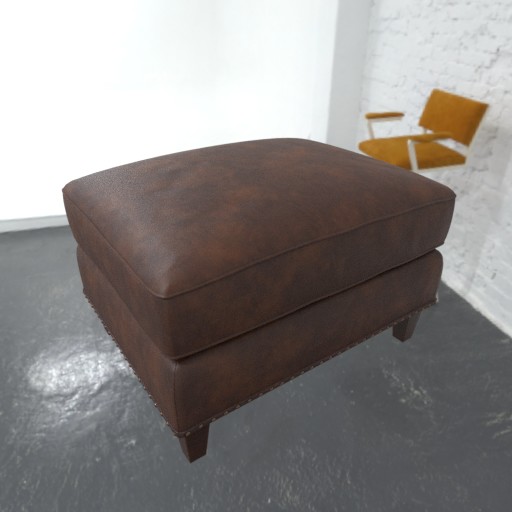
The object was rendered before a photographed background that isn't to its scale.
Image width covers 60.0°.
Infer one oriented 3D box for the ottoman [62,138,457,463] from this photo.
[{"bbox_3d":[0.000,0.000,1.102,0.742,0.486,0.586,-19,34,-30],"label":"ottoman"}]
